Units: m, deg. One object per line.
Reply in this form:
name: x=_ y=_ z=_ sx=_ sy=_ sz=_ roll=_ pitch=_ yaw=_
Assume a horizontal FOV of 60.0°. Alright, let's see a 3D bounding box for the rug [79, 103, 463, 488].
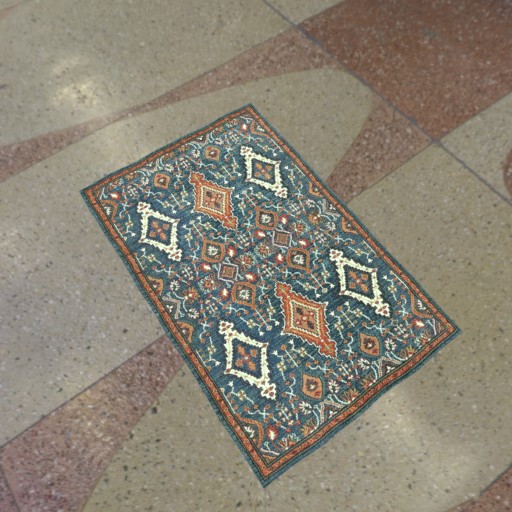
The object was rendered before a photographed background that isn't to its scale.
rug: x=0.000 y=0.000 z=4.273 sx=2.190 sy=0.008 sz=3.371 roll=-32 pitch=68 yaw=-15
